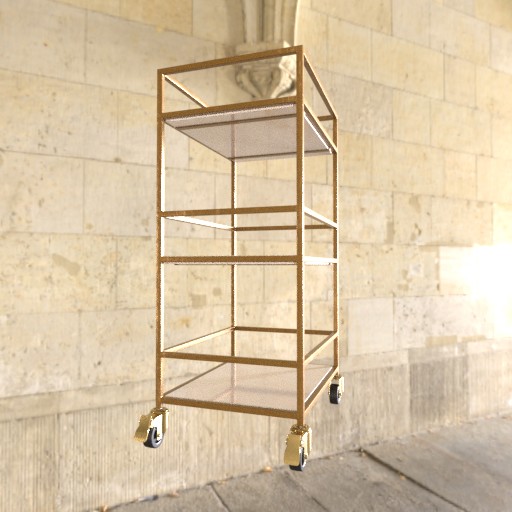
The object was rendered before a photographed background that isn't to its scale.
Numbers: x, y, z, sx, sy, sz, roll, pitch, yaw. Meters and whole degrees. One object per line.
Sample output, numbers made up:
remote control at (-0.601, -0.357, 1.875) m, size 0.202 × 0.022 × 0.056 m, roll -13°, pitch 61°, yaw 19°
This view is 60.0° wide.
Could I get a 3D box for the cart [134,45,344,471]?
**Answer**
cart at (0.000, 0.000, 1.017) m, size 0.332 × 0.761 × 0.483 m, roll 0°, pitch -1°, yaw 19°
